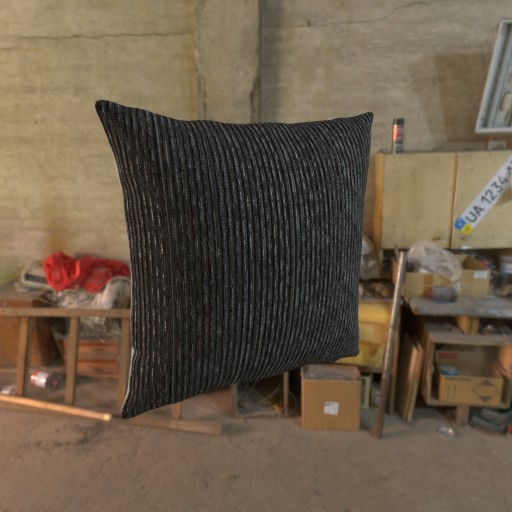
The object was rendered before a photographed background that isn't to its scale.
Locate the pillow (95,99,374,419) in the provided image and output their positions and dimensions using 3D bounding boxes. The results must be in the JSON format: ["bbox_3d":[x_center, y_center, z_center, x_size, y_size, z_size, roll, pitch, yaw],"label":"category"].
[{"bbox_3d":[0.000,0.000,0.675,0.433,0.434,0.196,-7,16,-27],"label":"pillow"}]
